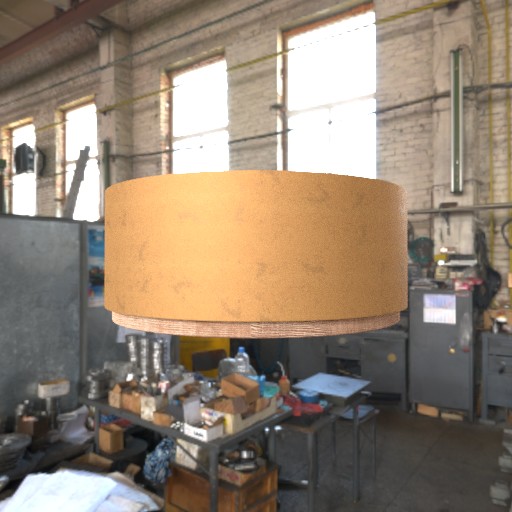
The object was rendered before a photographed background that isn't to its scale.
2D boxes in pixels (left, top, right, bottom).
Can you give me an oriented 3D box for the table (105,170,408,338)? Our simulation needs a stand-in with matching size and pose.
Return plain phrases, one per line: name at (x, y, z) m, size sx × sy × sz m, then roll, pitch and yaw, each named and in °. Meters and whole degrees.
table at (0.000, 0.000, 1.548) m, size 1.001 × 0.409 × 1.001 m, roll 0°, pitch -1°, yaw 0°
